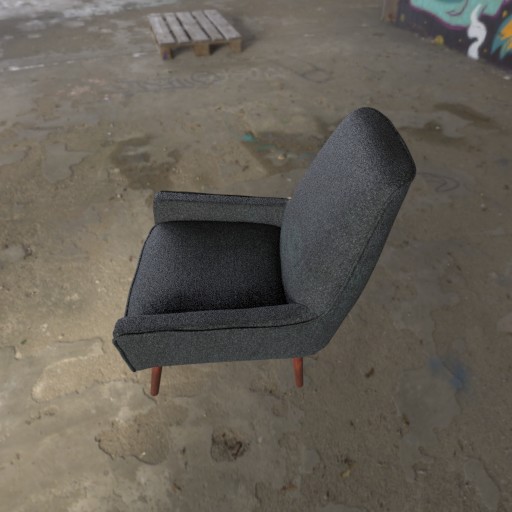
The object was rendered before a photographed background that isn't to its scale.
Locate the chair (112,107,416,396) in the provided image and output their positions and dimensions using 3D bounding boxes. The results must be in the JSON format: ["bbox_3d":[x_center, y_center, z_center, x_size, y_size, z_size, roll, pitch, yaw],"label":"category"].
[{"bbox_3d":[0.000,0.000,1.540,0.859,0.883,0.763,0,41,0],"label":"chair"}]
